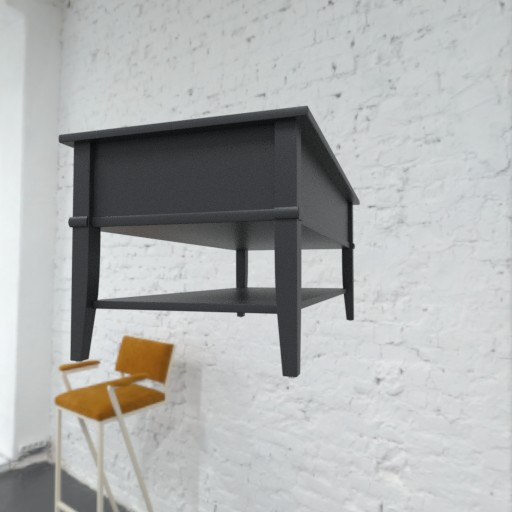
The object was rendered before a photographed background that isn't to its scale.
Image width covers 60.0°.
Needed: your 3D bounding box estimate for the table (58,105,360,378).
[{"bbox_3d":[0.000,0.000,1.324,0.523,0.470,1.044,-1,-2,18],"label":"table"}]
